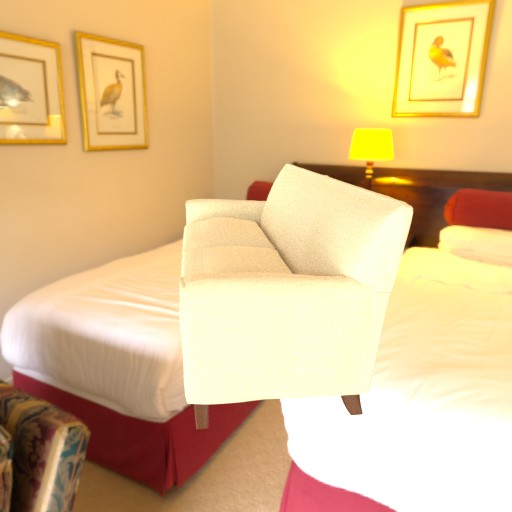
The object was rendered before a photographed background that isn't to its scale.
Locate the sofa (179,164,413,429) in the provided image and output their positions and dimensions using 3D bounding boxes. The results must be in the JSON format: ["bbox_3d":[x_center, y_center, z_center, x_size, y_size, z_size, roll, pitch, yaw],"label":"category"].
[{"bbox_3d":[0.000,0.000,2.549,0.841,0.907,2.001,-2,16,-8],"label":"sofa"}]
